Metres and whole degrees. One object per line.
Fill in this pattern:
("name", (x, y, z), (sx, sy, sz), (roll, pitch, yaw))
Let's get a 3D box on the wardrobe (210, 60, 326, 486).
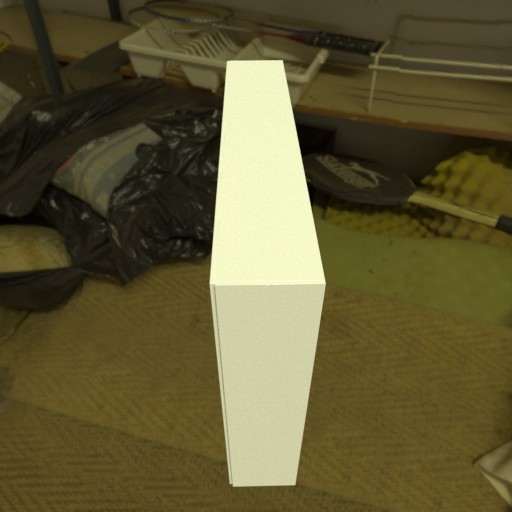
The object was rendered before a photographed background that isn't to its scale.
("wardrobe", (0.000, 0.000, 3.946), (0.580, 2.360, 3.000), (-1, 42, -1))
